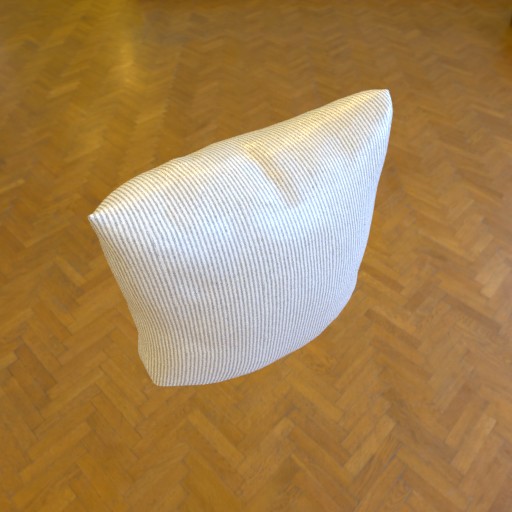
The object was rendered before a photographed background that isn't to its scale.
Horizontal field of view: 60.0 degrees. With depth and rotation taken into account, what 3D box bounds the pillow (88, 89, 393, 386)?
[{"bbox_3d":[0.000,0.000,0.693,0.387,0.432,0.310,-2,47,-2],"label":"pillow"}]
